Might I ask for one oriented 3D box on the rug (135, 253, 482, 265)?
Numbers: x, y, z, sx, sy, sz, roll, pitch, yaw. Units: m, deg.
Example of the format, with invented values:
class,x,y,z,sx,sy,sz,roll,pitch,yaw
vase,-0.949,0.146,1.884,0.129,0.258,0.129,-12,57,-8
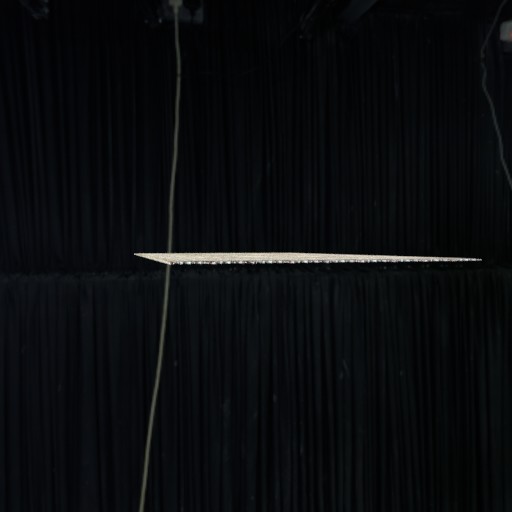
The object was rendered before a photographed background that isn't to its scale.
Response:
class,x,y,z,sx,sy,sz,roll,pitch,yaw
rug,0.000,0.000,2.530,1.237,0.010,2.029,0,1,-18
